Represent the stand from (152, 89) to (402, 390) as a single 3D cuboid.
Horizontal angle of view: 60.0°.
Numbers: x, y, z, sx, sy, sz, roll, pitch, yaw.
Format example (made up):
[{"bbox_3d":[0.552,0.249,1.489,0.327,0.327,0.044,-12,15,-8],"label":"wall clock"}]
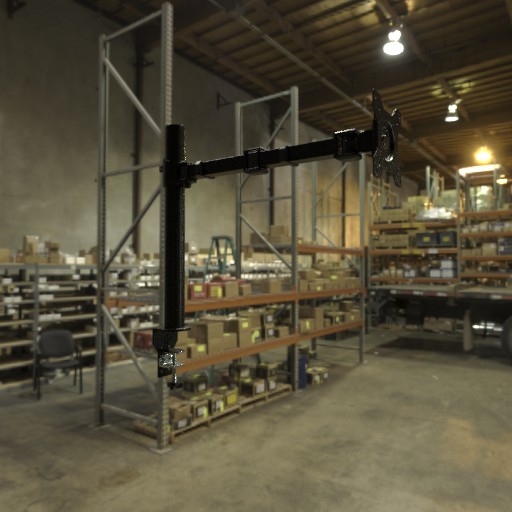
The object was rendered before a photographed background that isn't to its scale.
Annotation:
[{"bbox_3d":[0.000,0.000,0.750,0.456,0.510,0.115,-1,-2,36],"label":"stand"}]
